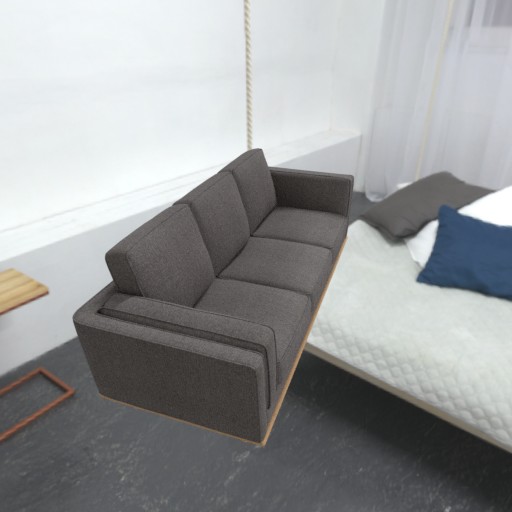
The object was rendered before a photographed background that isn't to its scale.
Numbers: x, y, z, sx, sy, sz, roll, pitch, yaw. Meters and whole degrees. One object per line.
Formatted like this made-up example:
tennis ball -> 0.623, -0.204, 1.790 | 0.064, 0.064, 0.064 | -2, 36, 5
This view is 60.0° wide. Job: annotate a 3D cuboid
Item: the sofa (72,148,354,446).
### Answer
sofa -> 0.000, 0.000, 2.837 | 0.903, 0.899, 2.362 | 10, 30, 17
